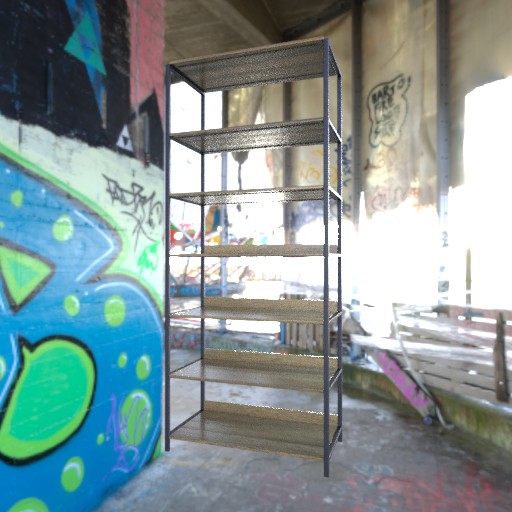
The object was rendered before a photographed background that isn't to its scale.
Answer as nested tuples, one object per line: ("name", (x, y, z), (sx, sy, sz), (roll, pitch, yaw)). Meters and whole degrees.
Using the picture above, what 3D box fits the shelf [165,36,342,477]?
("shelf", (0.000, 0.000, 2.359), (0.847, 2.015, 0.431), (0, -1, 19))
